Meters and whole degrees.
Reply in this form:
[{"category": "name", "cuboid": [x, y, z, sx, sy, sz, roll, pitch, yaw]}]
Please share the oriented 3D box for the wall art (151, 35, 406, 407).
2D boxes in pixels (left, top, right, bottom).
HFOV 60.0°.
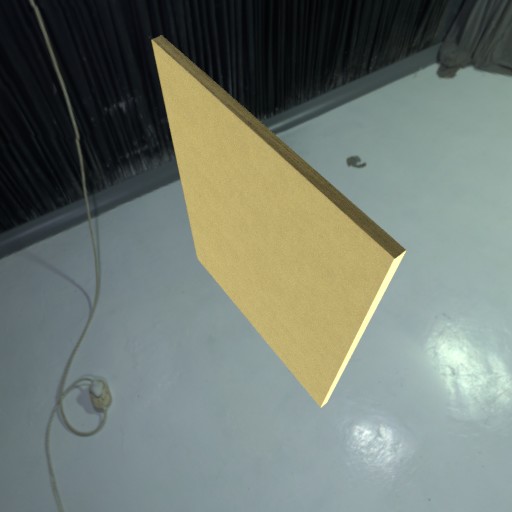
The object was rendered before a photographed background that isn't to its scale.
[{"category": "wall art", "cuboid": [0.000, 0.000, 1.339, 0.030, 1.002, 0.798, -33, 63, -19]}]
